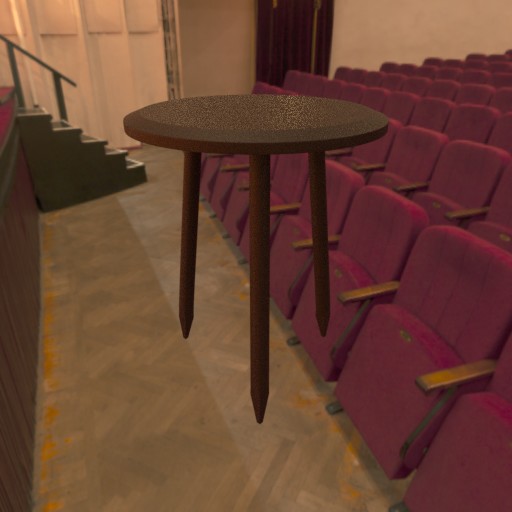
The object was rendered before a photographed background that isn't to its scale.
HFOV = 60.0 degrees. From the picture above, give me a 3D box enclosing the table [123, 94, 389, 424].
[{"bbox_3d":[0.000,0.000,0.916,0.457,0.585,0.457,0,27,0],"label":"table"}]
